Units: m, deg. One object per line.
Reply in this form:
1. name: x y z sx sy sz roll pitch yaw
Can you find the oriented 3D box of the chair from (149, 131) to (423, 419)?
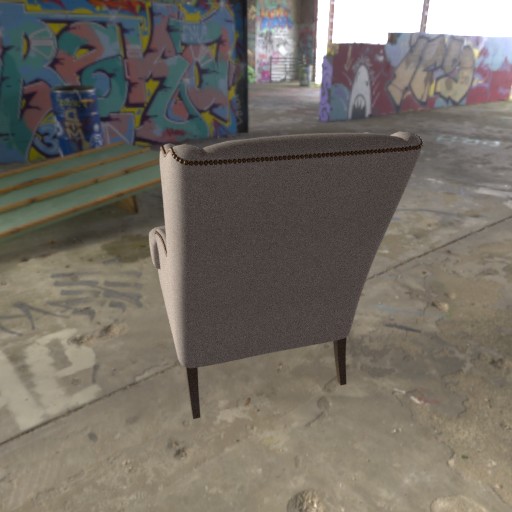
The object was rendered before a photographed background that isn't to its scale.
1. chair: 0.000 0.000 1.688 0.737 1.029 0.940 -8 26 -16
